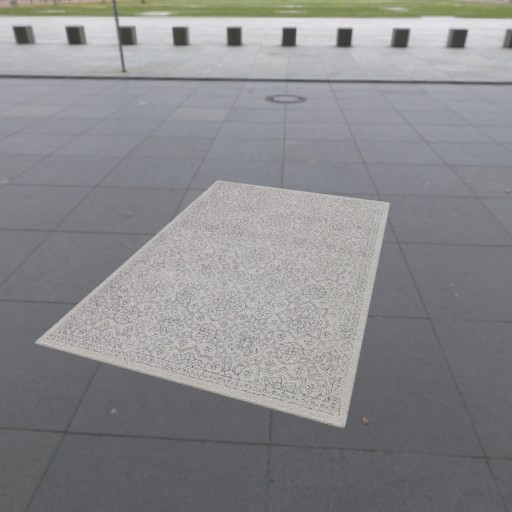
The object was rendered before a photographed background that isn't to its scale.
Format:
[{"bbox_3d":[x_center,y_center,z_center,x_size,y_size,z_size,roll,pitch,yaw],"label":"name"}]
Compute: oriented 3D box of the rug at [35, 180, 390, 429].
[{"bbox_3d":[0.000,0.000,2.890,1.524,0.011,2.286,10,32,16],"label":"rug"}]
